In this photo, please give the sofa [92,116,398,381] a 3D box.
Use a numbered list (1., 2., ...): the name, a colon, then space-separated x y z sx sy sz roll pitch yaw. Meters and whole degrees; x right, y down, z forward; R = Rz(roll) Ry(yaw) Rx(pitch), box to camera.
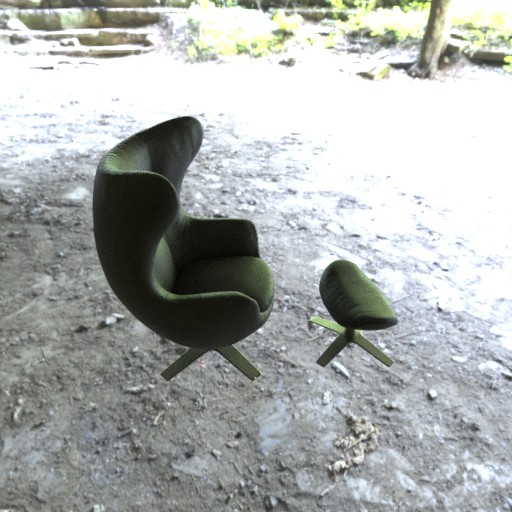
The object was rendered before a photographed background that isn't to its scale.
1. sofa: 0.000 0.000 2.144 1.444 1.135 0.894 0 31 0
